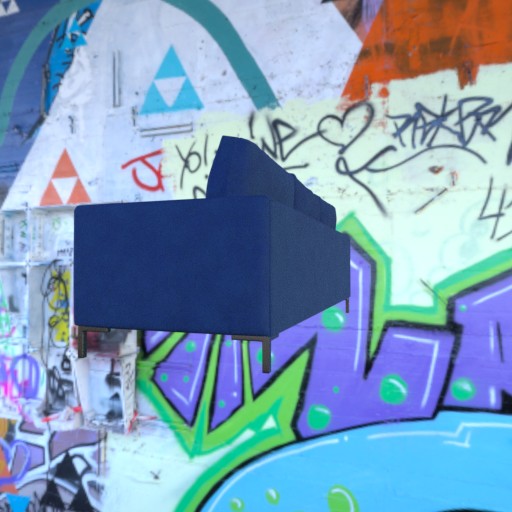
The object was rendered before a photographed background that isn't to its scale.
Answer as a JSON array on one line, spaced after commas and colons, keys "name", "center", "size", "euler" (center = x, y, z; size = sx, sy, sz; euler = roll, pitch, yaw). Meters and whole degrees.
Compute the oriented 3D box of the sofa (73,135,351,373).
[{"name": "sofa", "center": [0.000, 0.000, 2.724], "size": [0.875, 0.879, 2.252], "euler": [0, -1, 19]}]
